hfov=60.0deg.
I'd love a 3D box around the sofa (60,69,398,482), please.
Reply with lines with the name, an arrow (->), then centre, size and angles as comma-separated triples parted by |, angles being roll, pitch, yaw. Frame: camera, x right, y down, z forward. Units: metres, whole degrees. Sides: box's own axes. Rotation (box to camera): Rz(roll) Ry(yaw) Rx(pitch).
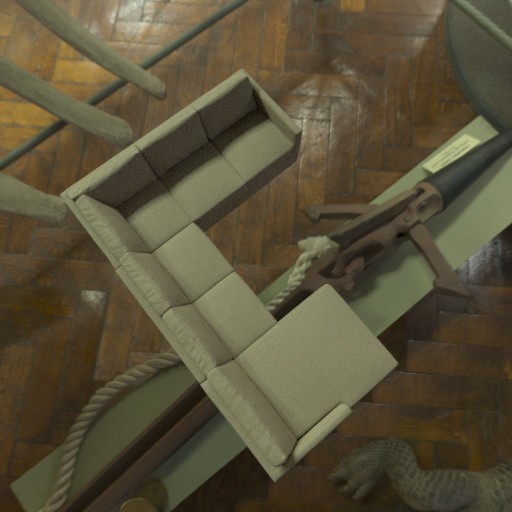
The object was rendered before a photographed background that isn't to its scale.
sofa -> 0.000, 0.000, 4.626 | 2.476, 0.878, 3.528 | -38, 78, -10
